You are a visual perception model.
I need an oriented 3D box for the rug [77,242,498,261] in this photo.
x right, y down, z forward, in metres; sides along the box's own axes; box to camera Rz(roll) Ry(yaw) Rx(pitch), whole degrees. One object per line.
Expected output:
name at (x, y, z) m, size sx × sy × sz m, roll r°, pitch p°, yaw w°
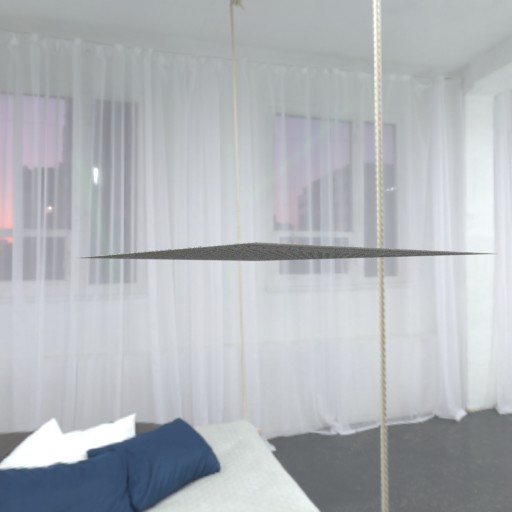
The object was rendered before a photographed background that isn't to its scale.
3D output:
rug at (0.000, 0.000, 4.060) m, size 2.354 × 0.007 × 3.196 m, roll 1°, pitch -2°, yaw -36°
